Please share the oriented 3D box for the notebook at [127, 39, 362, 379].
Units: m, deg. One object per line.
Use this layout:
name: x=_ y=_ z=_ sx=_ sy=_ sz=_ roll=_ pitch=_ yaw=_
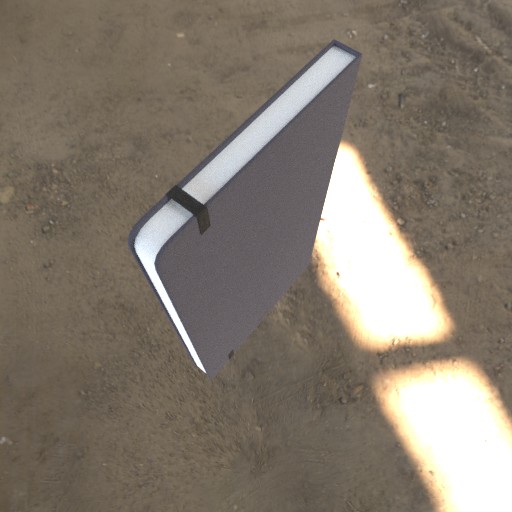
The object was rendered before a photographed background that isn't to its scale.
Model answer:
notebook: x=0.000 y=0.000 z=0.266 sx=0.016 sy=0.213 sz=0.127 roll=36 pitch=69 yaw=16
